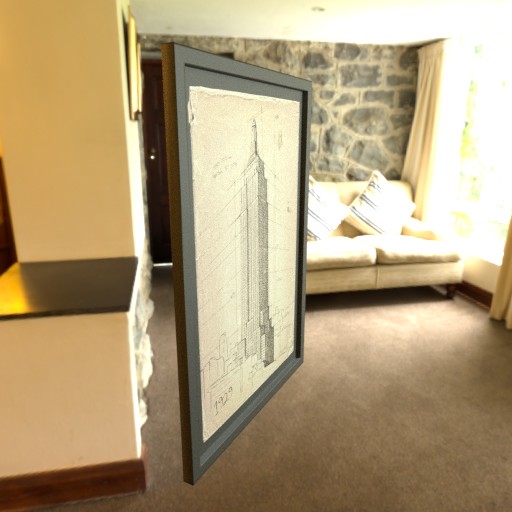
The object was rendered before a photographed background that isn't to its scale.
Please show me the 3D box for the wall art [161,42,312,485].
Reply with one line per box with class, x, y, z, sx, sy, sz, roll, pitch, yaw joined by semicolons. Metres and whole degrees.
wall art;0.000;0.000;0.545;0.013;0.431;0.303;8;17;27
